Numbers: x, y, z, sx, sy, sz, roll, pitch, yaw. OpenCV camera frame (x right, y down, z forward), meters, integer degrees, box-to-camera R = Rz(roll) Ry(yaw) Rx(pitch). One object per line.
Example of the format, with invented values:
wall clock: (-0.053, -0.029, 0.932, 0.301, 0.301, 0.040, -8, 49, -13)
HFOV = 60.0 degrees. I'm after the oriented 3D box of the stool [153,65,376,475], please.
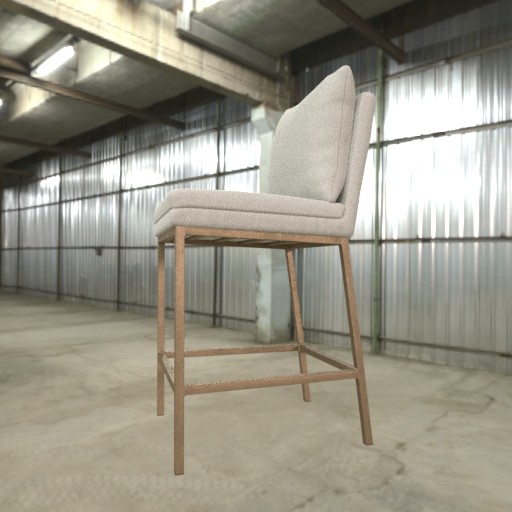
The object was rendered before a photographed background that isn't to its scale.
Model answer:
stool: (0.000, 0.000, 1.330, 0.572, 1.032, 0.463, 0, -1, -18)
